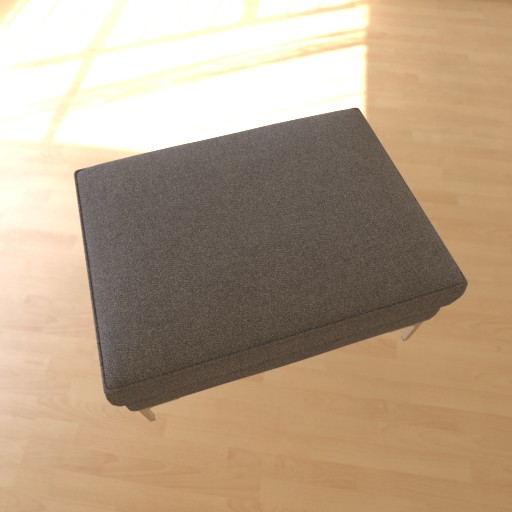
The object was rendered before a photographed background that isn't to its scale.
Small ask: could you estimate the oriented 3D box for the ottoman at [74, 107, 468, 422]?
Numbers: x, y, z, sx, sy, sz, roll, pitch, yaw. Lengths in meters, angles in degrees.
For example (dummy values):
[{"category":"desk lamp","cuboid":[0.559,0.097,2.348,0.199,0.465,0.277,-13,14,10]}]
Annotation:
[{"category":"ottoman","cuboid":[0.000,0.000,1.149,0.785,0.464,0.583,-15,61,-9]}]
